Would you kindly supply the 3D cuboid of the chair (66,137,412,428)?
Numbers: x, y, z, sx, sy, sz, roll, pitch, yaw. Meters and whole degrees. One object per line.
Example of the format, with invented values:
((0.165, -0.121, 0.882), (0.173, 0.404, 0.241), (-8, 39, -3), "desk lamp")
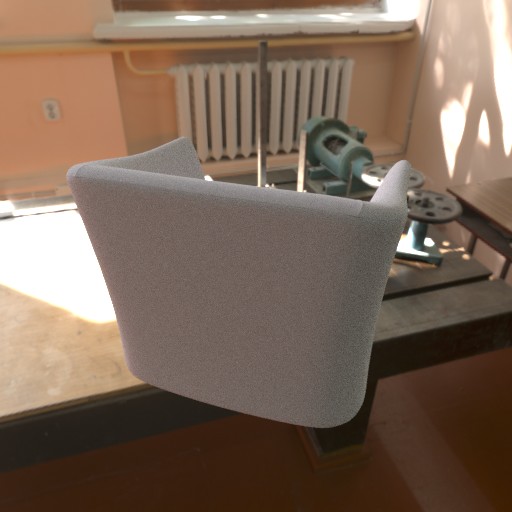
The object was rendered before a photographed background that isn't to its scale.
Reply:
((0.000, 0.000, 1.306), (0.790, 0.720, 0.700), (10, 34, 15), "chair")
